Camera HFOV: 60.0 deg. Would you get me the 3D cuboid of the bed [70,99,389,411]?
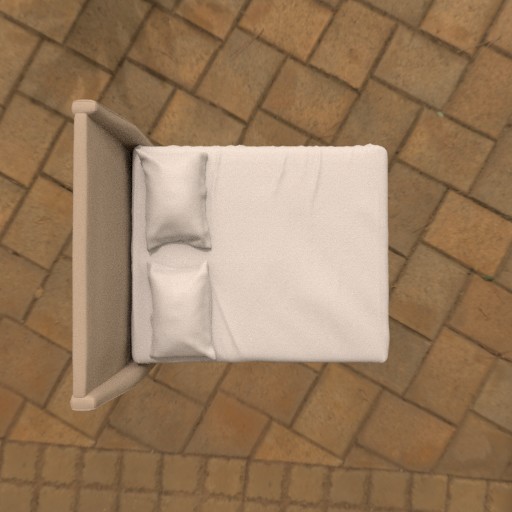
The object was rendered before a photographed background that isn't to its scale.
[{"bbox_3d":[0.000,0.000,3.347,2.276,1.332,1.925,0,89,0],"label":"bed"}]
